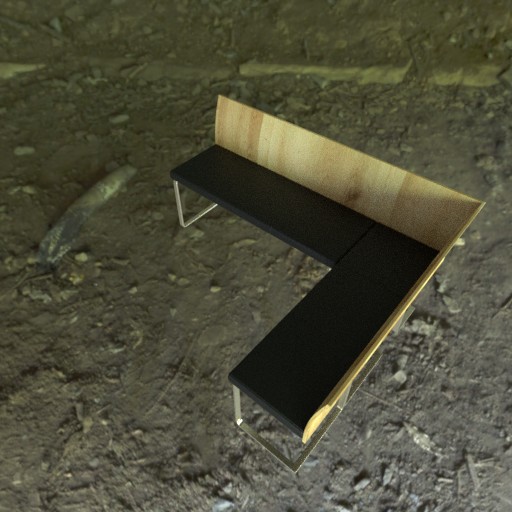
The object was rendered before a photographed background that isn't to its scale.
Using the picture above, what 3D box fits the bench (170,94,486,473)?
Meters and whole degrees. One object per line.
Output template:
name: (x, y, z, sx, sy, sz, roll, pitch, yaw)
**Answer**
bench: (0.000, 0.000, 2.732, 1.945, 0.930, 1.495, 31, 53, 27)
